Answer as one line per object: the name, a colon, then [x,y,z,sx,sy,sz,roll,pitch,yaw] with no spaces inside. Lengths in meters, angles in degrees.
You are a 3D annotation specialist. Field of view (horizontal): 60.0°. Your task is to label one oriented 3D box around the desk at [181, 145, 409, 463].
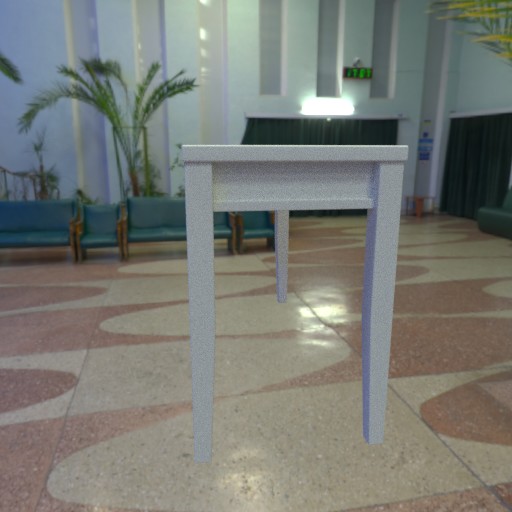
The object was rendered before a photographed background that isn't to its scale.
desk: [0.000,0.000,1.637,0.508,0.775,1.220,-2,13,-9]
